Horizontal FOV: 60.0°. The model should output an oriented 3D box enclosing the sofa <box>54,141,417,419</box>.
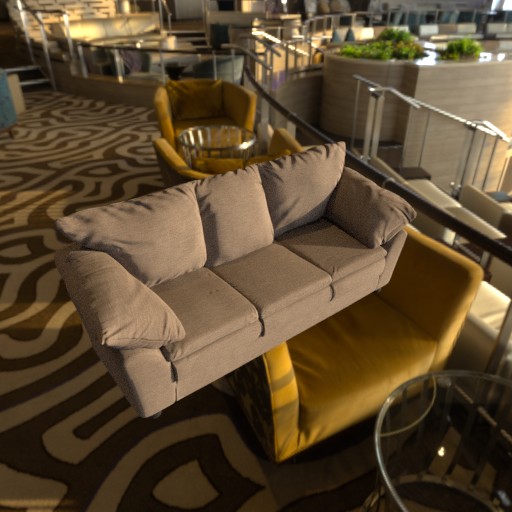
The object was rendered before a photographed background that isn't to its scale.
[{"bbox_3d":[0.000,0.000,2.959,2.390,1.043,0.927,-22,38,-32],"label":"sofa"}]
